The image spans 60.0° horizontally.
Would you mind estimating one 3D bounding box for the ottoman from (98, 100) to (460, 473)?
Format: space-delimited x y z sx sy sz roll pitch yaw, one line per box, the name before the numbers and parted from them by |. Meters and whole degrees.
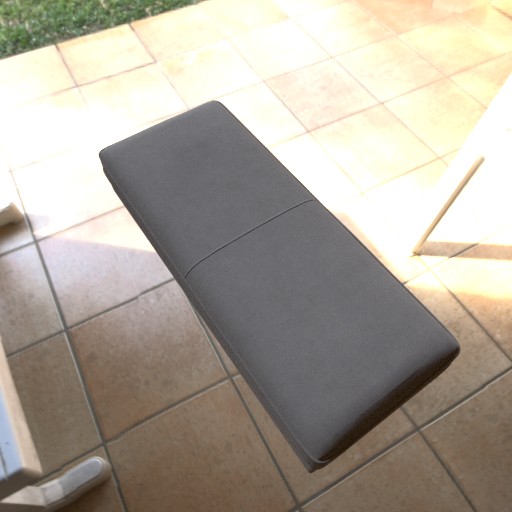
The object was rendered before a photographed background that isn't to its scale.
ottoman | 0.000 0.000 2.025 0.735 0.460 1.726 -31 63 -18
